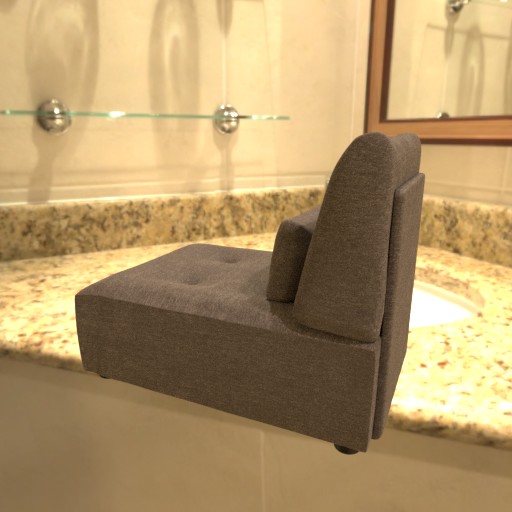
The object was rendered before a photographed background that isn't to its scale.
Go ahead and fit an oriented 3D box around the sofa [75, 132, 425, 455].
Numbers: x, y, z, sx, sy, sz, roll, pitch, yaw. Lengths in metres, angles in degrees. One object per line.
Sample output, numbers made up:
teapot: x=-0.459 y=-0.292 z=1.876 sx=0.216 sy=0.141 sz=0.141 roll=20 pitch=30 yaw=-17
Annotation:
sofa: x=0.000 y=0.000 z=1.522 sx=1.000 sy=0.820 sz=0.700 roll=7 pitch=17 yaw=24
